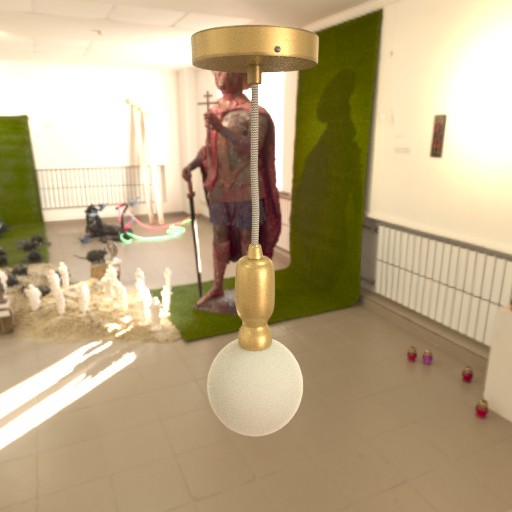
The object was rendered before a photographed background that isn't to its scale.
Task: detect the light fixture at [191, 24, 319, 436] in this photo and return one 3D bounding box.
[{"bbox_3d":[0.000,0.000,0.571,0.146,0.510,0.147,-8,18,-25],"label":"light fixture"}]
